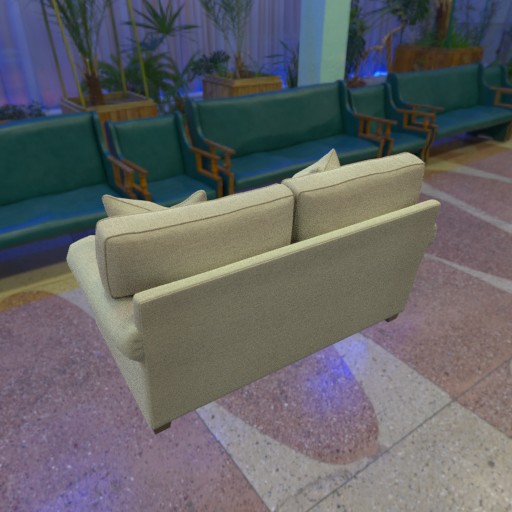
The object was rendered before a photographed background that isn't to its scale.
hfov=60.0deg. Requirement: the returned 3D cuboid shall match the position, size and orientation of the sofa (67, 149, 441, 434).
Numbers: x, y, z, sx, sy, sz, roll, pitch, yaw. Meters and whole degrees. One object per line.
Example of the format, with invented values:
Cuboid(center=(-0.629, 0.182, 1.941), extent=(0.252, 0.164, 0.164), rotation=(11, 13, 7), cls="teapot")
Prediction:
Cuboid(center=(0.000, 0.000, 2.286), extent=(1.701, 0.966, 0.966), rotation=(-18, 34, -28), cls="sofa")
